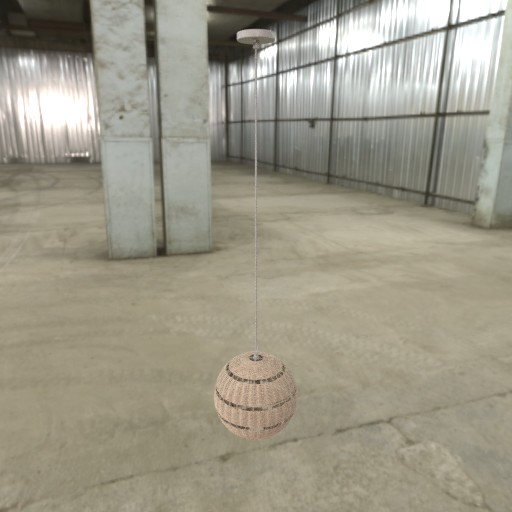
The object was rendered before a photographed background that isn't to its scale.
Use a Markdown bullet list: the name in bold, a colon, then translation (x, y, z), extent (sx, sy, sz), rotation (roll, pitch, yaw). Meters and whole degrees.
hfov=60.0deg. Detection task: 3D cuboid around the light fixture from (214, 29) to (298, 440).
- **light fixture**: translation (0.000, 0.000, 2.208), extent (0.457, 2.019, 0.457), rotation (2, 16, 8)
